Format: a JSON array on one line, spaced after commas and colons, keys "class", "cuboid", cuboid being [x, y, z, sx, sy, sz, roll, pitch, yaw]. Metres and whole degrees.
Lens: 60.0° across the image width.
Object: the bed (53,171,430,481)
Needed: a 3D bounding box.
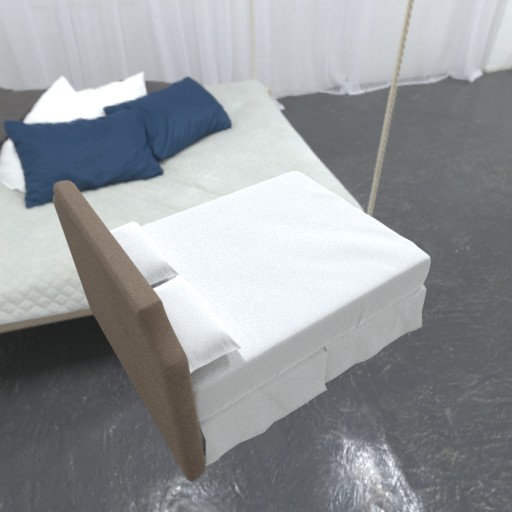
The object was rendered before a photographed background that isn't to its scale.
[{"class": "bed", "cuboid": [0.000, 0.000, 3.131, 2.116, 1.290, 1.693, -24, 46, -26]}]
